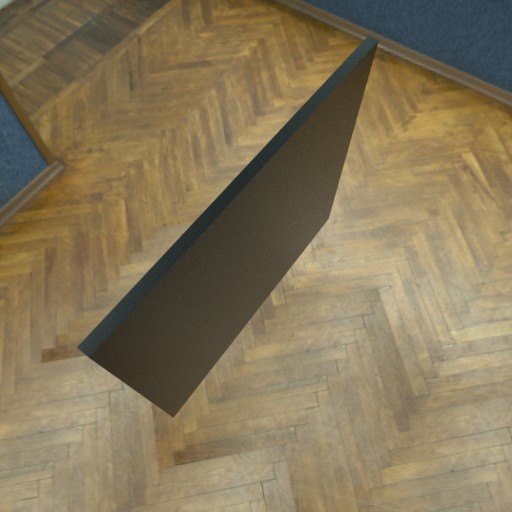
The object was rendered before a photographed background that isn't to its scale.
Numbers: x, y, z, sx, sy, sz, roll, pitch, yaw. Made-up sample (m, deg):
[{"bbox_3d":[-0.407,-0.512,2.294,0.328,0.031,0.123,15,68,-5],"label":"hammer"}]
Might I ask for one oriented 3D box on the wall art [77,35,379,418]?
[{"bbox_3d":[0.000,0.000,0.509,0.012,0.332,0.383,34,68,15],"label":"wall art"}]
